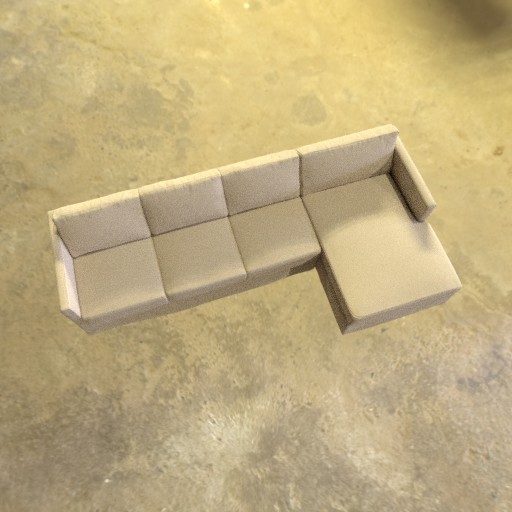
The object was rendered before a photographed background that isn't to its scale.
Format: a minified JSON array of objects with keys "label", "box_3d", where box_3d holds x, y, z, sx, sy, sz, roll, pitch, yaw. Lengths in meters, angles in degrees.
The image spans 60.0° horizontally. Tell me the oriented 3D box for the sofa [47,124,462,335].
[{"label":"sofa","box_3d":[0.000,0.000,3.823,3.206,0.871,1.622,-16,66,-7]}]
